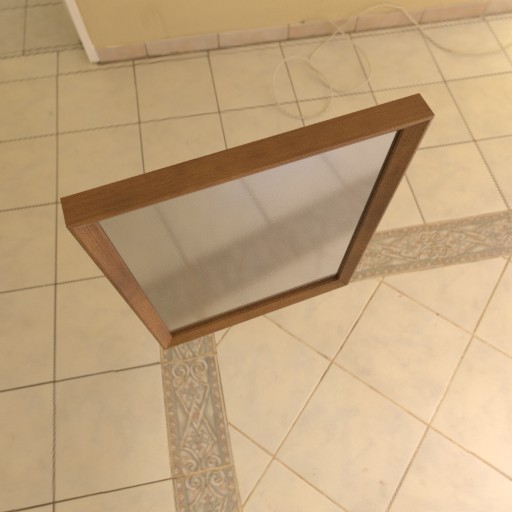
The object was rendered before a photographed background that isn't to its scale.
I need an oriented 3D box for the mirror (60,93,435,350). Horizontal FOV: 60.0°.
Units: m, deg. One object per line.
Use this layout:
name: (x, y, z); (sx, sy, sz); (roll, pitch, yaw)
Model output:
mirror: (0.000, 0.000, 0.695); (0.406, 0.509, 0.041); (-18, 66, -8)
